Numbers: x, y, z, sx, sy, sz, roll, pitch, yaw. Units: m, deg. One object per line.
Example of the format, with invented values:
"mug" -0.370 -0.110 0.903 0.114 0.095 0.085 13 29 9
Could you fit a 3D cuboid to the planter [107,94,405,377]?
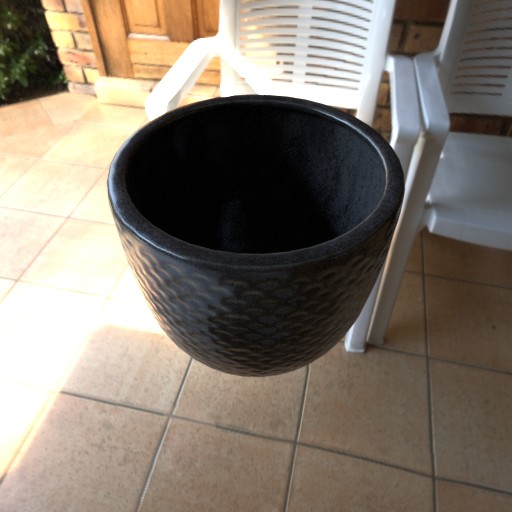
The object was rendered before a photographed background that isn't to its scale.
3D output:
"planter" 0.000 0.000 0.315 0.172 0.160 0.172 0 46 0
